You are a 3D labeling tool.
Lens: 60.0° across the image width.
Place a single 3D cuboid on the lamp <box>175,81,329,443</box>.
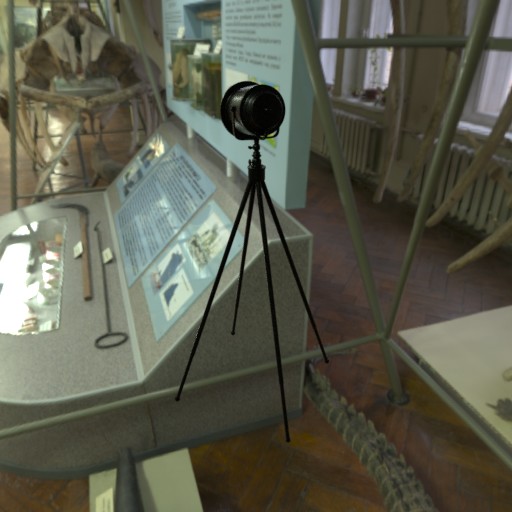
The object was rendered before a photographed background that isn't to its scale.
[{"bbox_3d":[0.000,0.000,2.060,0.879,1.504,0.884,-9,28,-18],"label":"lamp"}]
